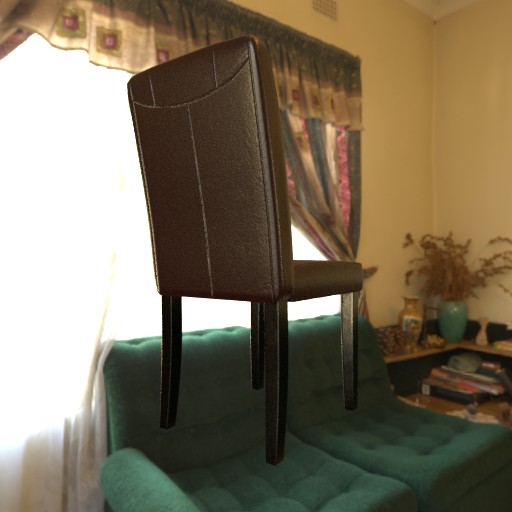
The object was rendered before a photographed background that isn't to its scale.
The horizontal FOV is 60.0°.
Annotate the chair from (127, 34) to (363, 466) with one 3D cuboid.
[{"bbox_3d":[0.000,0.000,1.196,0.399,0.897,0.556,0,0,36],"label":"chair"}]
